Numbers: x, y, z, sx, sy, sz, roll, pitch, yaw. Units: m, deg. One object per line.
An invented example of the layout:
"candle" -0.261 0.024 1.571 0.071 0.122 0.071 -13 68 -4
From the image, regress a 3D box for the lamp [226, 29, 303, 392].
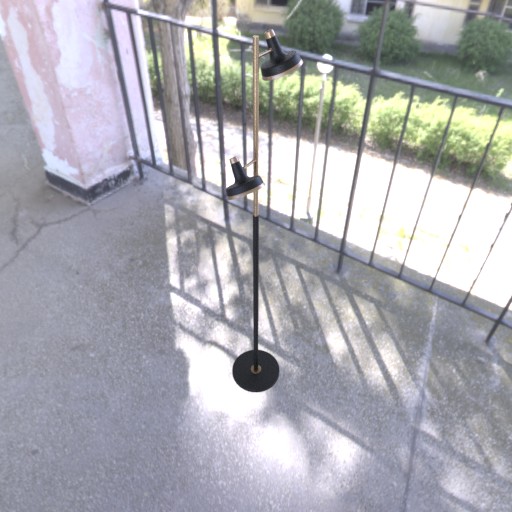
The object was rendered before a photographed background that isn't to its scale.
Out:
"lamp" 0.000 0.000 1.812 0.253 1.674 0.351 25 48 25
